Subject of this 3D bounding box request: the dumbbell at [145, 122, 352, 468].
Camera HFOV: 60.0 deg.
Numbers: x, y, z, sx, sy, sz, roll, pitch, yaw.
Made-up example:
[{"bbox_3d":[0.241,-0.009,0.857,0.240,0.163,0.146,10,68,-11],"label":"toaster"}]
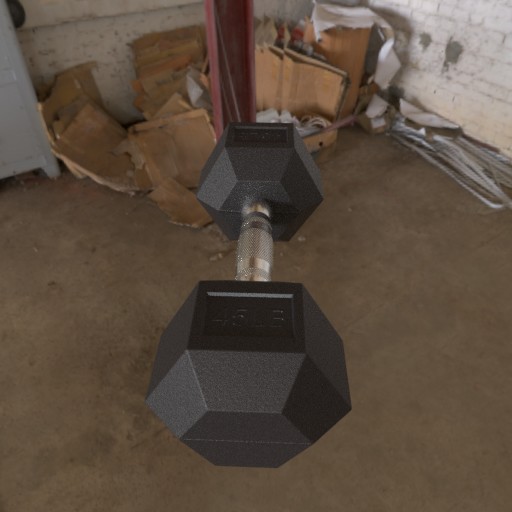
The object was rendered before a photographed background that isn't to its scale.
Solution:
[{"bbox_3d":[0.000,0.000,0.415,0.141,0.123,0.356,1,42,2],"label":"dumbbell"}]
